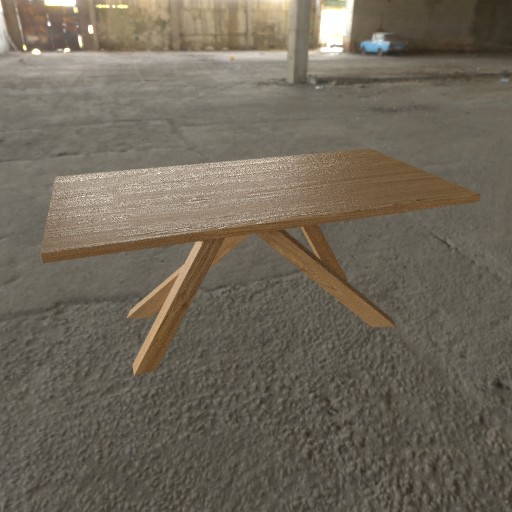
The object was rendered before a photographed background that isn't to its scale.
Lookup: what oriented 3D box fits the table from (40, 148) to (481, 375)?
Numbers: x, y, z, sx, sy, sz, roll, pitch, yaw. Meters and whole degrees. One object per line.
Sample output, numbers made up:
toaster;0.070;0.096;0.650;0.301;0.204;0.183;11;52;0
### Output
table;0.000;0.000;2.253;1.797;0.750;0.901;-9;28;-17
